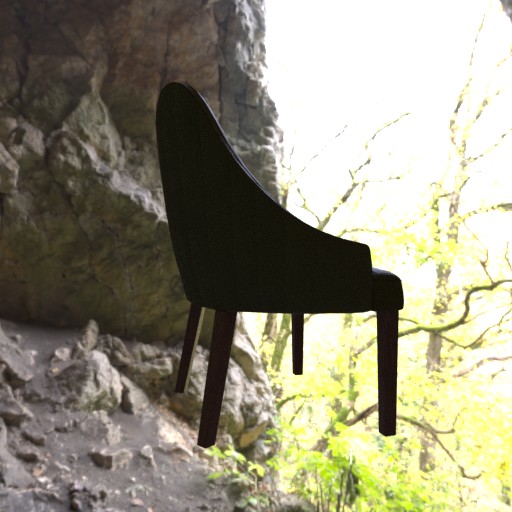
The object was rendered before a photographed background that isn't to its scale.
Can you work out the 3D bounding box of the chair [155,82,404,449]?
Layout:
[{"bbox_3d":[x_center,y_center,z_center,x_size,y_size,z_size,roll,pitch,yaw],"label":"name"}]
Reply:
[{"bbox_3d":[0.000,0.000,1.302,0.575,0.889,0.643,0,0,-18],"label":"chair"}]
